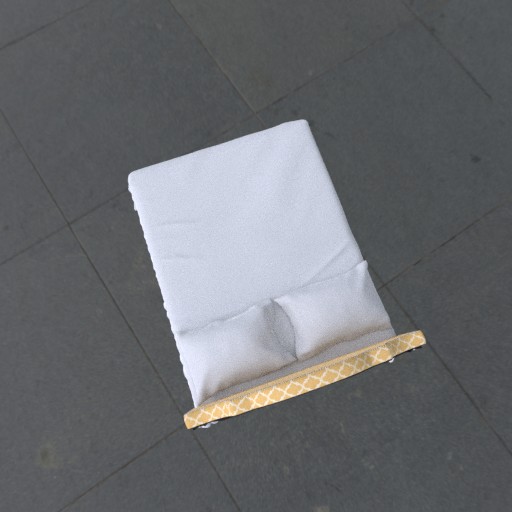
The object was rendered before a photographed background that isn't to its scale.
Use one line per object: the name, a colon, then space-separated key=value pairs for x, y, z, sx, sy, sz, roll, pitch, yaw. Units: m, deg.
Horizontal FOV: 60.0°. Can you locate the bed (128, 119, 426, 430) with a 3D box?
bed: x=0.000 y=0.000 z=3.358 sx=1.780 sy=1.633 sz=2.222 roll=-18 pitch=77 yaw=-5
